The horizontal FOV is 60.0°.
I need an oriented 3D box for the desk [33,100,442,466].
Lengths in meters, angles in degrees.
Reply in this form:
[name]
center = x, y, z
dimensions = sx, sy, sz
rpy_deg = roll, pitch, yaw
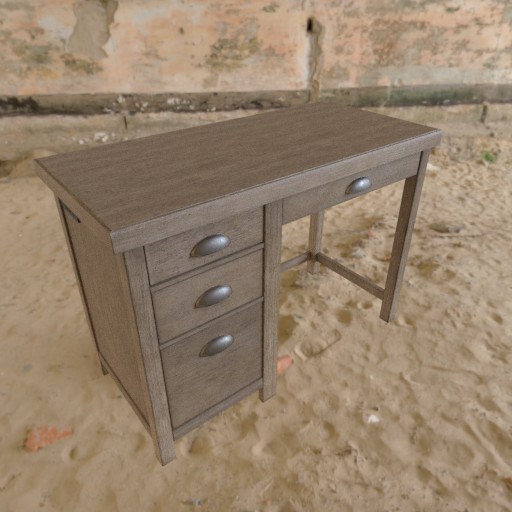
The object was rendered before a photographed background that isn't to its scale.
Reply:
[desk]
center = 0.000, 0.000, 1.753
dimensions = 1.289, 0.912, 0.610
rpy_deg = -22, 38, -31
